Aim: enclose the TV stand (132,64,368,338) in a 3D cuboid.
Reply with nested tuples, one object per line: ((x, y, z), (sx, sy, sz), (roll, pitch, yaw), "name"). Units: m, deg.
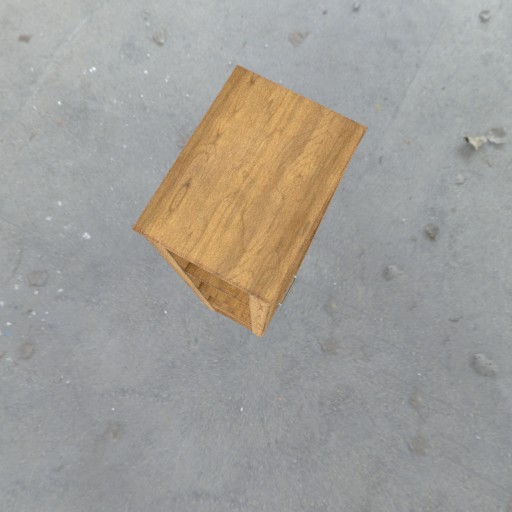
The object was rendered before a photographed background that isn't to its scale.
((0.000, 0.000, 2.083), (0.435, 1.828, 0.565), (28, 78, 6), "TV stand")
